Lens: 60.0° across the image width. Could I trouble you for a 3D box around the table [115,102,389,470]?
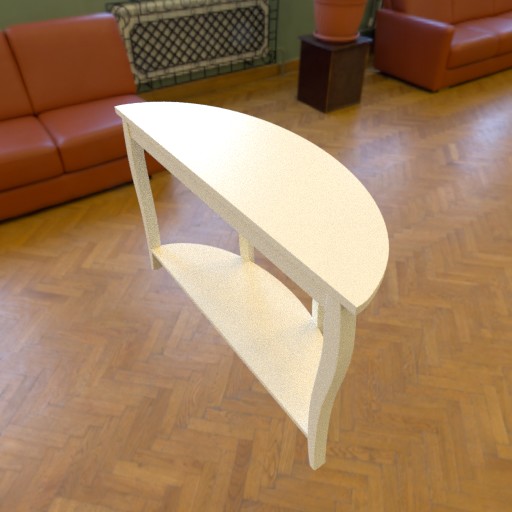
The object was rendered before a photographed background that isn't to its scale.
[{"bbox_3d":[0.000,0.000,1.577,0.394,0.780,1.219,-25,46,-26],"label":"table"}]
